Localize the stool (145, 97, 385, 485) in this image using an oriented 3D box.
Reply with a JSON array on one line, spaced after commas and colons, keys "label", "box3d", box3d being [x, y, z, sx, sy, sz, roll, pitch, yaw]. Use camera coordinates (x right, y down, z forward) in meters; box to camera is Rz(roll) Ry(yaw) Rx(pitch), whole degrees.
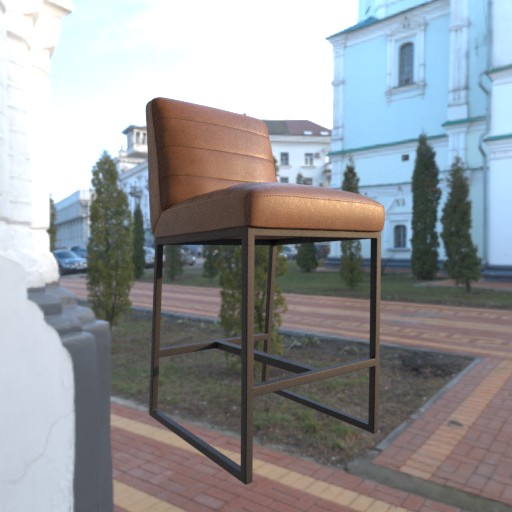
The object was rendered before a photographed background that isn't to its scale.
[{"label": "stool", "box3d": [0.000, 0.000, 1.245, 0.458, 0.940, 0.556, -1, 1, -37]}]
